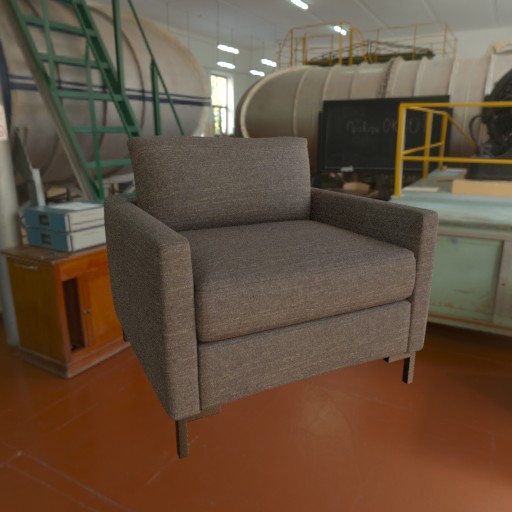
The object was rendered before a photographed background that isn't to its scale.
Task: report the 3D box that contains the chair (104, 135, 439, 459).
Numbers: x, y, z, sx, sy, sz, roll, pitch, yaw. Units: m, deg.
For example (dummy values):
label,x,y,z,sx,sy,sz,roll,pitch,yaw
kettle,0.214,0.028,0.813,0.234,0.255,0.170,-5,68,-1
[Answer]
label,x,y,z,sx,sy,sz,roll,pitch,yaw
chair,0.000,0.000,1.608,0.940,0.841,0.845,-8,17,-26
